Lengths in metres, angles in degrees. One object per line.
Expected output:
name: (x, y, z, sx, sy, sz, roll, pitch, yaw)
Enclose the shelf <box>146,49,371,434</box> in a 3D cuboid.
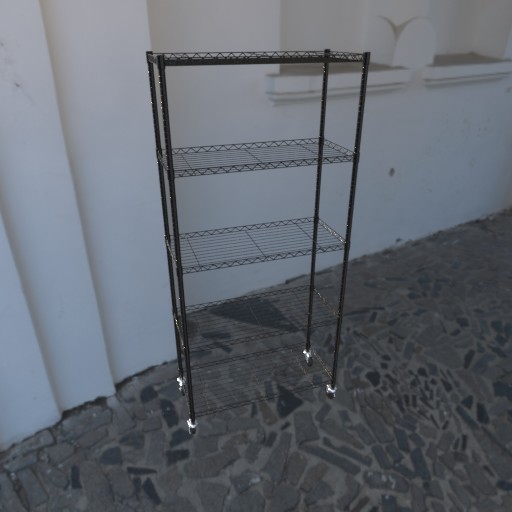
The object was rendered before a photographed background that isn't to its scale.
shelf: (0.000, 0.000, 1.962, 0.762, 1.645, 0.356, -8, 28, -16)
